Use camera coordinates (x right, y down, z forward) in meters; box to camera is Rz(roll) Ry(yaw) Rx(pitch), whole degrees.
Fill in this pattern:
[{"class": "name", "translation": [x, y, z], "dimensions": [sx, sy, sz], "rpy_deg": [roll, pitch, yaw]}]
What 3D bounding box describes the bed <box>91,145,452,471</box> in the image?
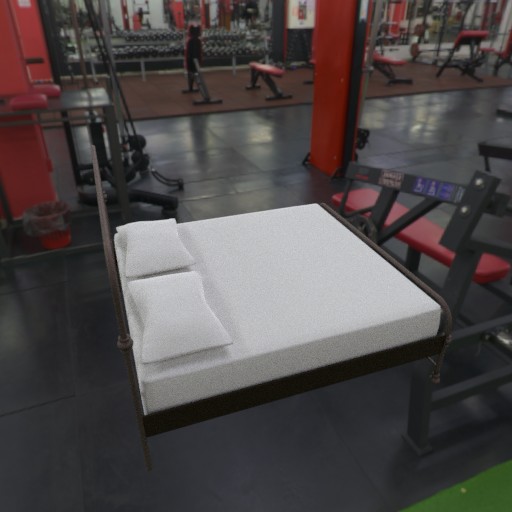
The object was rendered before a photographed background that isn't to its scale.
[{"class": "bed", "translation": [0.000, 0.000, 3.376], "dimensions": [2.134, 1.446, 2.044], "rpy_deg": [-10, 32, -17]}]
